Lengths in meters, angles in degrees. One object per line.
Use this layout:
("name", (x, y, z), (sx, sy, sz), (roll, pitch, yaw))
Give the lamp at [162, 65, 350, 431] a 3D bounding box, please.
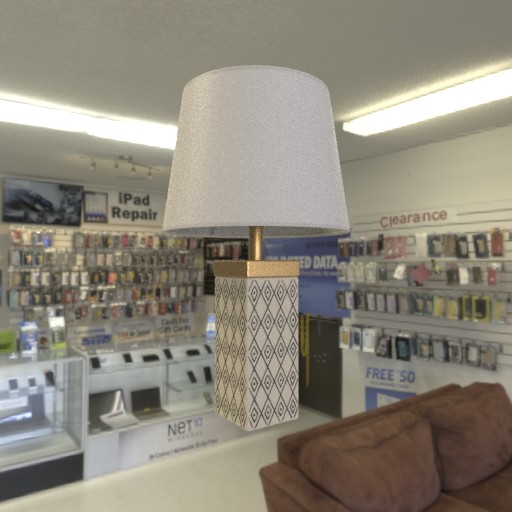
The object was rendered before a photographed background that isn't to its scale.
("lamp", (0.000, 0.000, 0.605), (0.251, 0.435, 0.251), (0, -1, 0))
